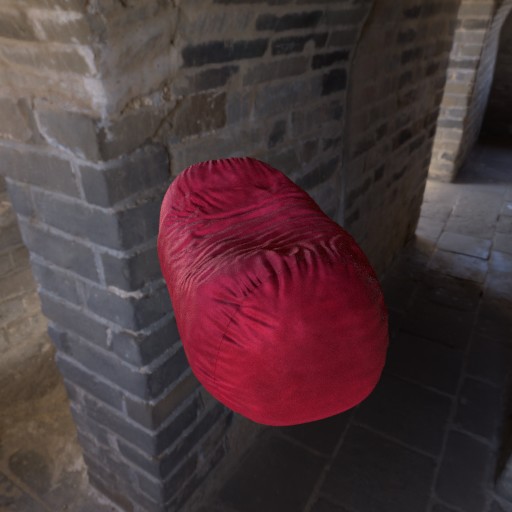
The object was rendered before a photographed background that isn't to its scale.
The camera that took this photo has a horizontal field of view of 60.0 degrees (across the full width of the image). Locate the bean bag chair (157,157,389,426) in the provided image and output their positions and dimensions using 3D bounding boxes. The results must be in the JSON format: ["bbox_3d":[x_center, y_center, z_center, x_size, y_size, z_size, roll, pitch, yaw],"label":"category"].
[{"bbox_3d":[0.000,0.000,2.915,1.216,0.867,2.293,-8,30,-14],"label":"bean bag chair"}]
